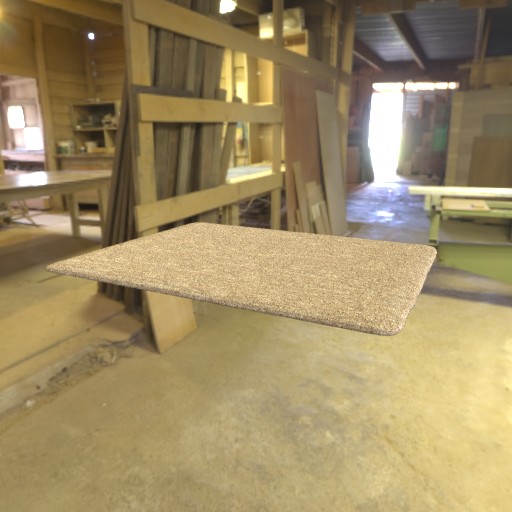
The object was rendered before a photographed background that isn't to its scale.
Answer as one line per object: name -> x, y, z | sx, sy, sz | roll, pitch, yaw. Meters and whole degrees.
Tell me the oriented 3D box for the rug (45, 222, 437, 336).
rug -> 0.000, 0.000, 3.971 | 2.873, 0.050, 2.242 | 8, 17, 26
